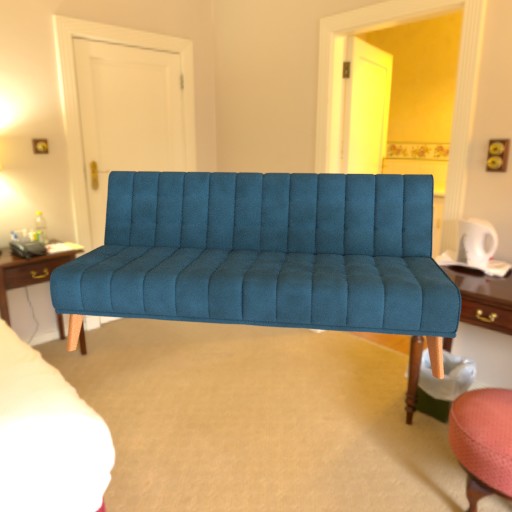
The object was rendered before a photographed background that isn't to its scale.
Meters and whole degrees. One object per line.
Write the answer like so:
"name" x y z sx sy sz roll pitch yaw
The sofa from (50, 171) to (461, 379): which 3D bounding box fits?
"sofa" 0.000 0.000 2.304 1.804 0.813 0.855 2 15 8
